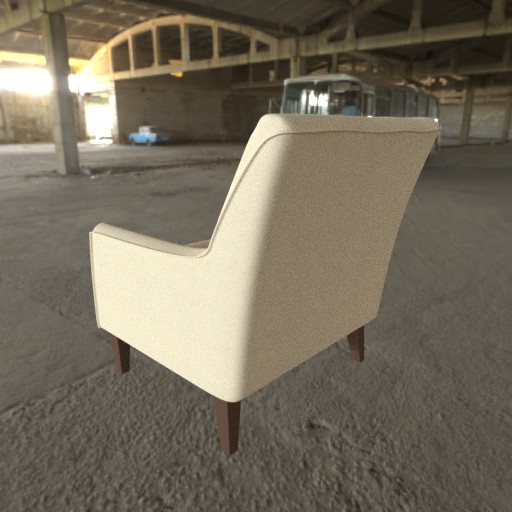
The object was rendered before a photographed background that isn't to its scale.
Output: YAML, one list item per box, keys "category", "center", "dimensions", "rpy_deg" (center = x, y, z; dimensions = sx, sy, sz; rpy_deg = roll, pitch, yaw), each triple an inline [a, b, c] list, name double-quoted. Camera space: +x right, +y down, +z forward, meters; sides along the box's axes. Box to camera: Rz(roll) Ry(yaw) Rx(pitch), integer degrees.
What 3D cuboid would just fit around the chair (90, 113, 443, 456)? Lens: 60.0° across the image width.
- category: "chair"
  center: [0.000, 0.000, 1.535]
  dimensions: [0.899, 0.919, 0.780]
  rpy_deg: [15, 22, 41]
